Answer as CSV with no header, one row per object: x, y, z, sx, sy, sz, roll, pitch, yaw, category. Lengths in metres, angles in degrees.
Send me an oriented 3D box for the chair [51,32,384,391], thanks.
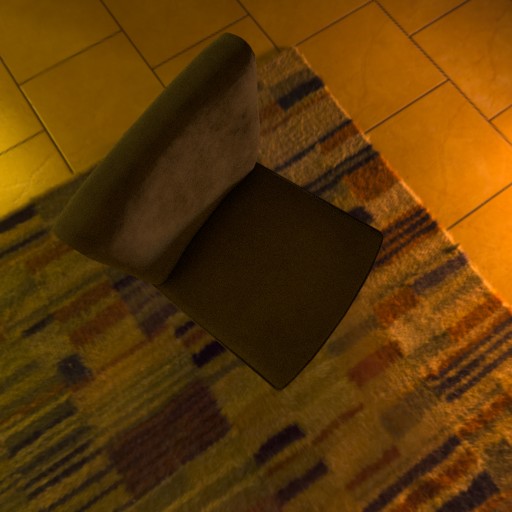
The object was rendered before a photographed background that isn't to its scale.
0.000,0.000,1.165,0.554,0.806,0.521,34,77,9,chair
